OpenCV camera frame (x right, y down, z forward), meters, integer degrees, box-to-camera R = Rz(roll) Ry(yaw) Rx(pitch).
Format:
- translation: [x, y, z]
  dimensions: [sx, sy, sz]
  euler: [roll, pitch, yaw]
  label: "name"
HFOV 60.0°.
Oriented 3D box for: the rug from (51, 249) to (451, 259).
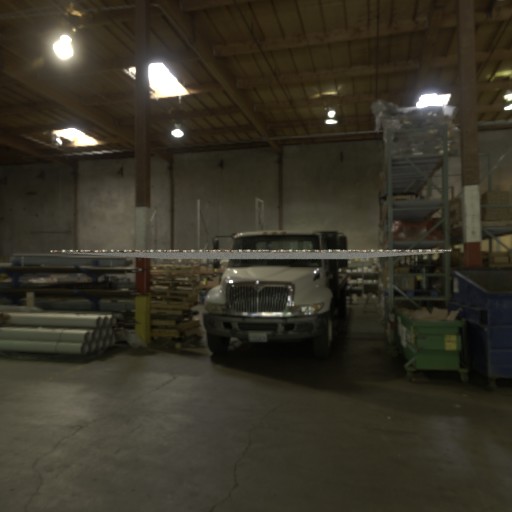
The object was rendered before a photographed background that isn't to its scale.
- translation: [0.000, 0.000, 4.301]
  dimensions: [2.431, 0.017, 3.291]
  euler: [0, -1, 1]
  label: "rug"
